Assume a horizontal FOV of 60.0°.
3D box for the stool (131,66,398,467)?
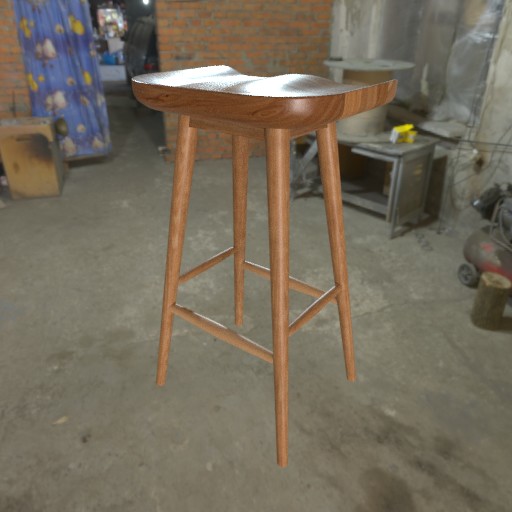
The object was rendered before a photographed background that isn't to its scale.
[{"bbox_3d":[0.000,0.000,0.931,0.407,0.698,0.322,20,34,33],"label":"stool"}]
